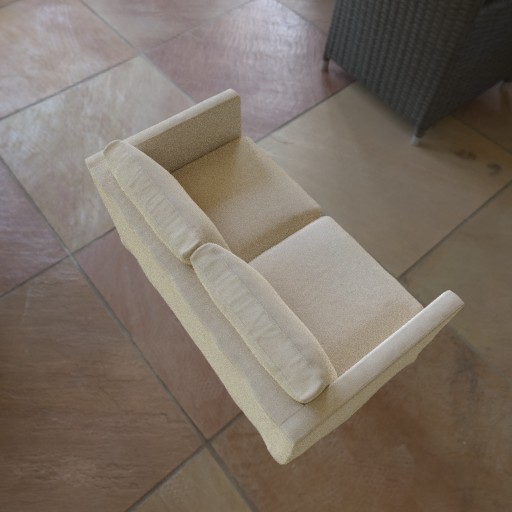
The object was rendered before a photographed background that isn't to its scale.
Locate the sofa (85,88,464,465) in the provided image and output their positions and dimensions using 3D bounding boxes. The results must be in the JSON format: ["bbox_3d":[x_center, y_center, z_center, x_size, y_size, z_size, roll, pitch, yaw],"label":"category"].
[{"bbox_3d":[0.000,0.000,2.314,0.962,0.834,1.746,-33,64,-18],"label":"sofa"}]
